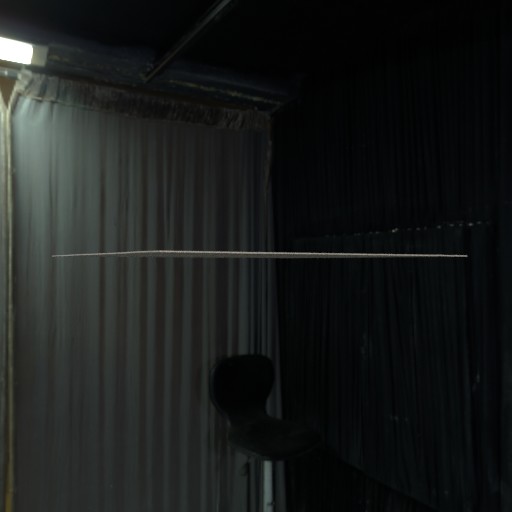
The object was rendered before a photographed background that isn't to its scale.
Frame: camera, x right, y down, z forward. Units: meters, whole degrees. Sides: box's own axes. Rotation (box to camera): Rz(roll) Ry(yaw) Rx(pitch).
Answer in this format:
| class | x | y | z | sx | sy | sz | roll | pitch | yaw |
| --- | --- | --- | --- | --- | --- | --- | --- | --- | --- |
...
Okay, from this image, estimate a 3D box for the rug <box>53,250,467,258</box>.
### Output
| class | x | y | z | sx | sy | sz | roll | pitch | yaw |
| --- | --- | --- | --- | --- | --- | --- | --- | --- | --- |
| rug | 0.000 | 0.000 | 4.162 | 3.048 | 0.012 | 2.444 | 1 | -1 | -36 |
